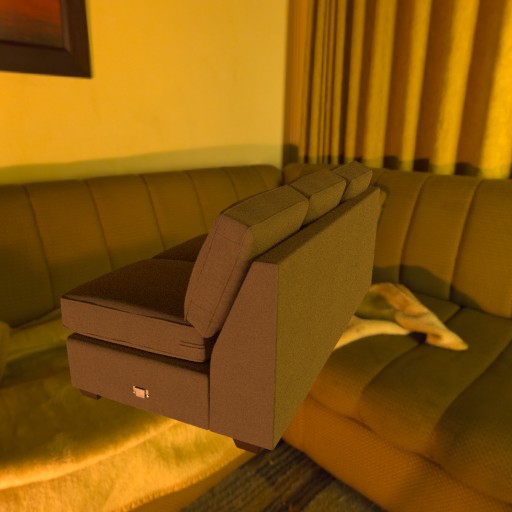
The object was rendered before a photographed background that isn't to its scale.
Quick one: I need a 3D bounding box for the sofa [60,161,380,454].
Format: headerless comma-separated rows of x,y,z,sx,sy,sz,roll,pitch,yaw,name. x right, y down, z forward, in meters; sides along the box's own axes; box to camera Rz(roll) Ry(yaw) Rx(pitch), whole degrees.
0.000,0.000,2.735,1.127,1.036,2.092,8,18,23,sofa
